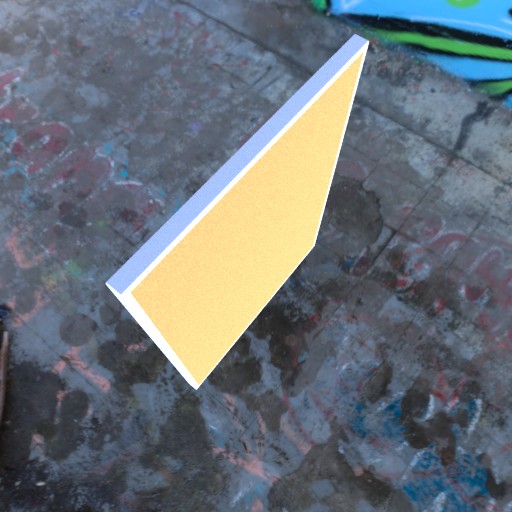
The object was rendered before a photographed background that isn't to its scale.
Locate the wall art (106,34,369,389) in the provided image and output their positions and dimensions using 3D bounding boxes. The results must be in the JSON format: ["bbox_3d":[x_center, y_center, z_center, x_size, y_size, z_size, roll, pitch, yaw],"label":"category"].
[{"bbox_3d":[0.000,0.000,1.582,0.046,1.221,0.914,36,70,15],"label":"wall art"}]
